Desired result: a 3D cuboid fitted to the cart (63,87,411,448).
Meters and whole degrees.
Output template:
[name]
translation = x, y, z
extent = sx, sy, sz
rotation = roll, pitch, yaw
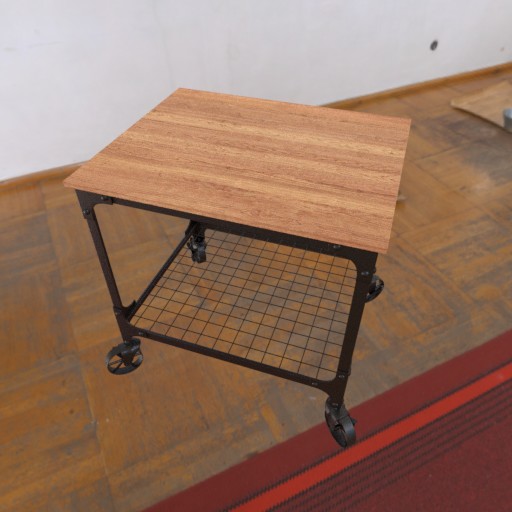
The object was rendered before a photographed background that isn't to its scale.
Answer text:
[cart]
translation = 0.000, 0.000, 1.116
extent = 0.666, 0.603, 0.558
rotation = 13, 43, 14
